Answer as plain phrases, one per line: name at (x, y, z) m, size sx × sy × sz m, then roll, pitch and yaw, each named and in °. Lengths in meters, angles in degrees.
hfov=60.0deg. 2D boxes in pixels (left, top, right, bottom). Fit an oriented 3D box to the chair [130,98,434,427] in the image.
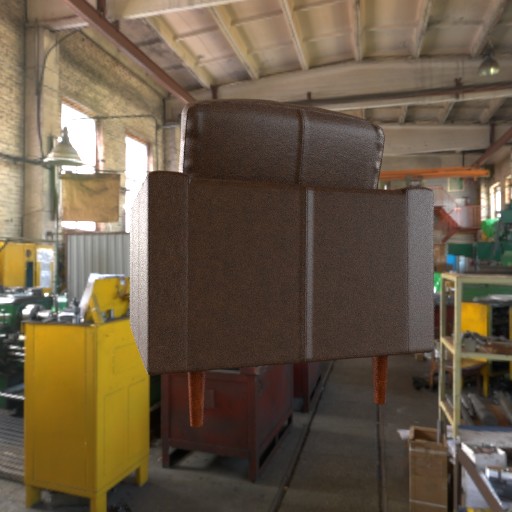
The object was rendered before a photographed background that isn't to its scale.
chair at (0.000, 0.000, 1.689) m, size 0.890 × 0.956 × 0.909 m, roll 0°, pitch 0°, yaw -19°
